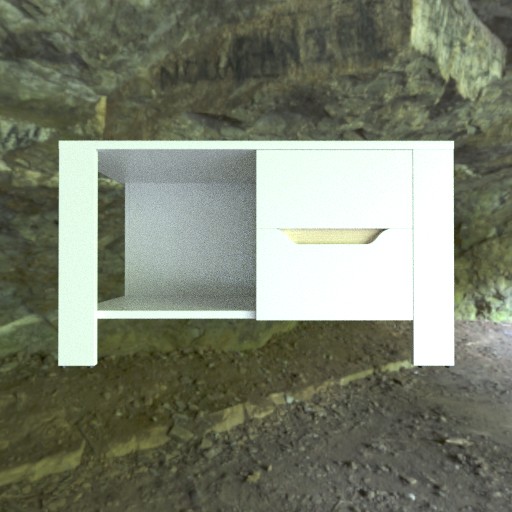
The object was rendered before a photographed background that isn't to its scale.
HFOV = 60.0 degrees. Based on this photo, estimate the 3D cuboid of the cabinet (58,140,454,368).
[{"bbox_3d":[0.000,0.000,1.294,0.800,0.460,0.800,0,-1,0],"label":"cabinet"}]
